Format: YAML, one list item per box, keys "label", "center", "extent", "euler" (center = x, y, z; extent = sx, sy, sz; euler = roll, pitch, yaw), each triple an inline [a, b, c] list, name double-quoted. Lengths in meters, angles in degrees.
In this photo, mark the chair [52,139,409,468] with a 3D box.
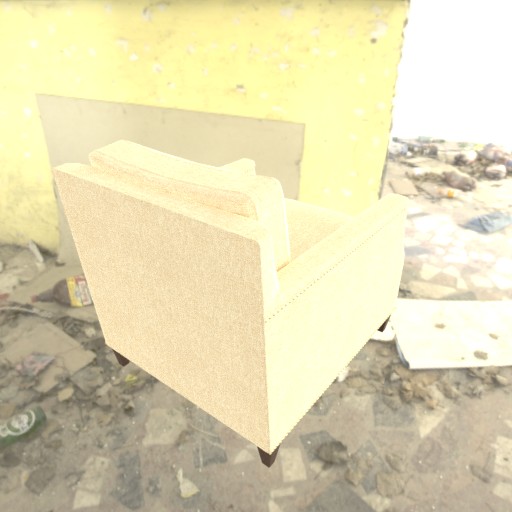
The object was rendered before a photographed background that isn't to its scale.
- label: "chair"
  center: [0.000, 0.000, 1.725]
  extent: [0.838, 0.940, 1.041]
  euler: [21, 35, 33]
